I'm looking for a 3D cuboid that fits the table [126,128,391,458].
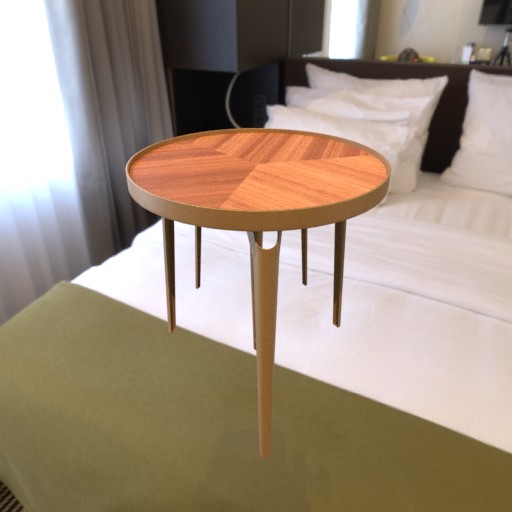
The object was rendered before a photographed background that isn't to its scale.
[{"bbox_3d":[0.000,0.000,1.126,0.532,0.555,0.751,-1,30,-3],"label":"table"}]
